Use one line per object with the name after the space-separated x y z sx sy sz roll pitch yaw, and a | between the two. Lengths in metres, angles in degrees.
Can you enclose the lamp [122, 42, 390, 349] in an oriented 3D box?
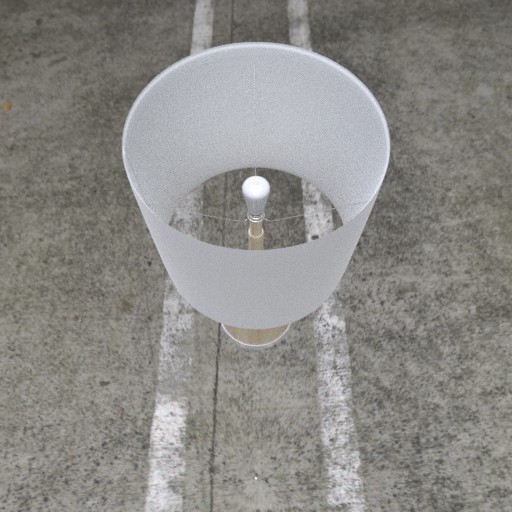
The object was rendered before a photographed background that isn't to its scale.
0.000 0.000 0.587 0.229 0.470 0.229 -1 63 0 | lamp
